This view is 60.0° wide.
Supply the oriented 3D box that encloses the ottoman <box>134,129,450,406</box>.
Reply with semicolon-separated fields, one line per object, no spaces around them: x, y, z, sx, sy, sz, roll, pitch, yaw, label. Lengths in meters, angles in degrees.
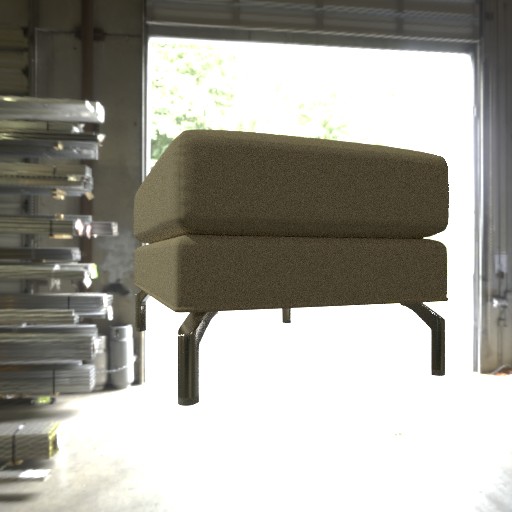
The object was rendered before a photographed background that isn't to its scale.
0.000;0.000;1.201;0.581;0.497;0.835;0;0;-20;ottoman
